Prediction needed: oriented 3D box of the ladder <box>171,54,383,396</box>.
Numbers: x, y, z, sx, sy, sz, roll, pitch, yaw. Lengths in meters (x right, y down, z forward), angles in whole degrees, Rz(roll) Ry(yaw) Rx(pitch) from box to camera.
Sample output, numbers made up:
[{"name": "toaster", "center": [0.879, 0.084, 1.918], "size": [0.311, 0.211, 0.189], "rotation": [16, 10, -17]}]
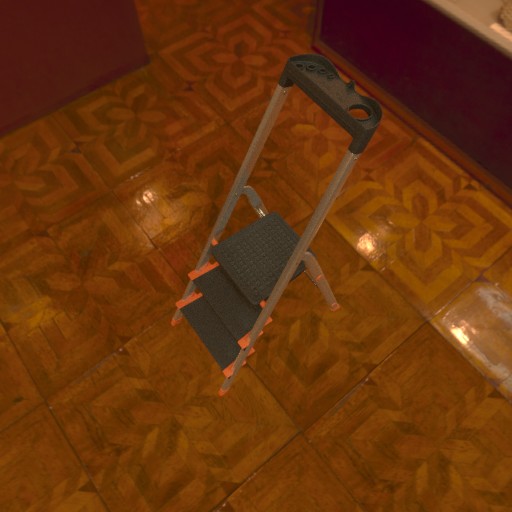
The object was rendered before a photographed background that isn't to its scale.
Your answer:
[{"name": "ladder", "center": [0.000, 0.000, 1.538], "size": [0.686, 1.229, 0.416], "rotation": [-33, 68, -16]}]
